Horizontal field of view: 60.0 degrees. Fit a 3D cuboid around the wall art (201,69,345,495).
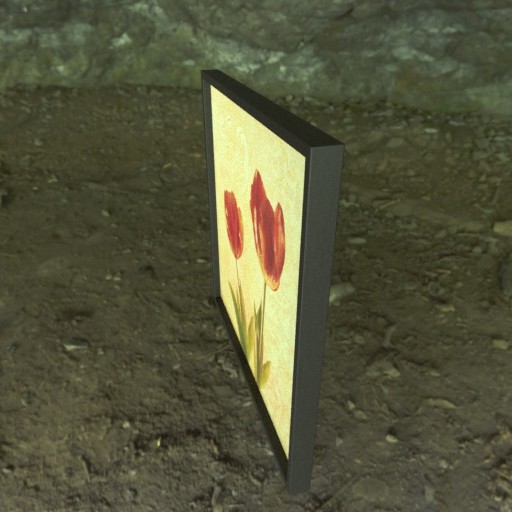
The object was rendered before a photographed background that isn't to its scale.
[{"bbox_3d":[0.000,0.000,0.500,0.038,0.349,0.349,-9,31,-15],"label":"wall art"}]
